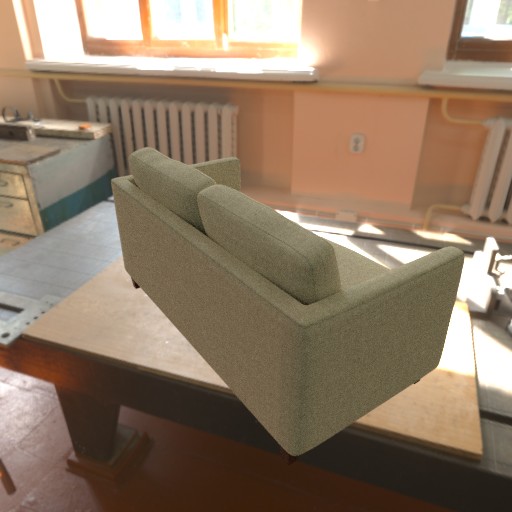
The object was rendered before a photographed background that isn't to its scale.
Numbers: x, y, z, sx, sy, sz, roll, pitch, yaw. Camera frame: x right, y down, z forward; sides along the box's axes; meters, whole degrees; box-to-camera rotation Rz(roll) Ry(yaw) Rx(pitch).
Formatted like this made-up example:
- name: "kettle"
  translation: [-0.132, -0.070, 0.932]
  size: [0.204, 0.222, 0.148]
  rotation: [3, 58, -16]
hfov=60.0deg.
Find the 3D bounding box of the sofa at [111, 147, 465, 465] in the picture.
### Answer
- name: "sofa"
  translation: [0.000, 0.000, 2.446]
  size: [0.950, 0.963, 1.884]
  rotation: [-18, 33, -30]
